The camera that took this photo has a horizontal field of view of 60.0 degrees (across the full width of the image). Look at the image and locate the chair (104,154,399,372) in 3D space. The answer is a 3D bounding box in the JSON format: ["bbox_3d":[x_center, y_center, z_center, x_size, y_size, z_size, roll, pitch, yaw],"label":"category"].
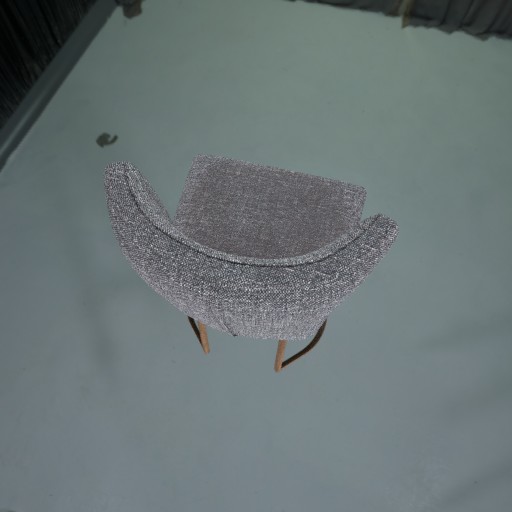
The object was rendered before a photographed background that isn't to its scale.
[{"bbox_3d":[0.000,0.000,1.261,0.611,0.824,0.617,13,63,7],"label":"chair"}]
